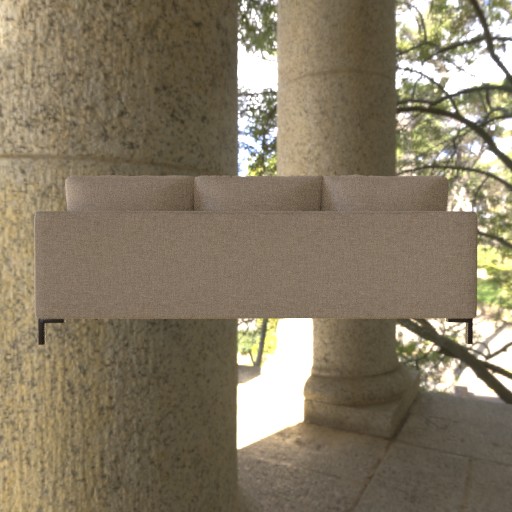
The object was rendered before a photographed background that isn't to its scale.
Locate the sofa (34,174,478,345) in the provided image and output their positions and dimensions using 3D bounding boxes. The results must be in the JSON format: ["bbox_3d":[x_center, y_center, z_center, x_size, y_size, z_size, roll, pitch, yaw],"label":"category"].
[{"bbox_3d":[0.000,0.000,2.622,2.218,0.874,0.859,0,1,0],"label":"sofa"}]
